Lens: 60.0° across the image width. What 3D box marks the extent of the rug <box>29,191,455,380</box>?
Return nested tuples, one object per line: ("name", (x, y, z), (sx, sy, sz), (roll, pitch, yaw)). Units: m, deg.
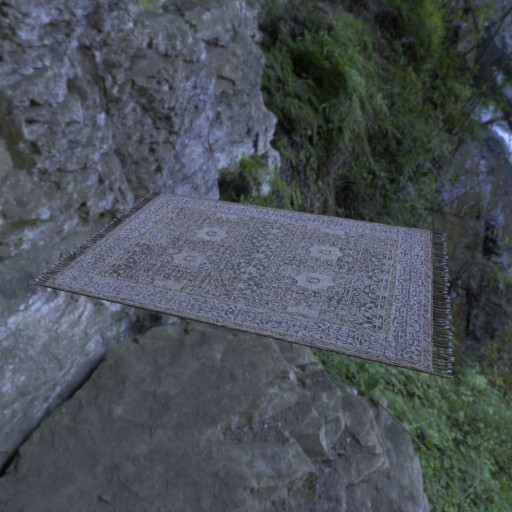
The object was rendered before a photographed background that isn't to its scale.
("rug", (0.000, 0.000, 2.467), (2.029, 0.010, 1.237), (10, 33, 16))
